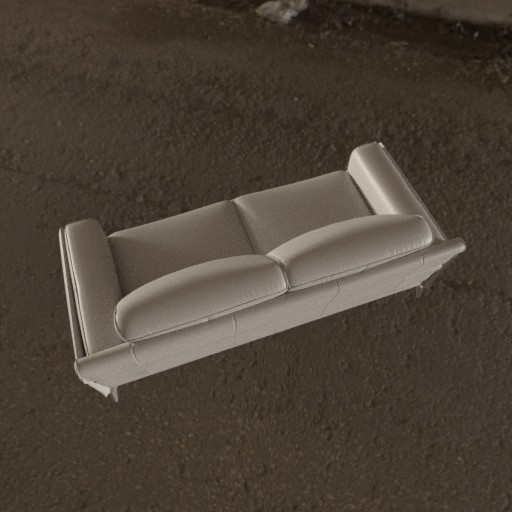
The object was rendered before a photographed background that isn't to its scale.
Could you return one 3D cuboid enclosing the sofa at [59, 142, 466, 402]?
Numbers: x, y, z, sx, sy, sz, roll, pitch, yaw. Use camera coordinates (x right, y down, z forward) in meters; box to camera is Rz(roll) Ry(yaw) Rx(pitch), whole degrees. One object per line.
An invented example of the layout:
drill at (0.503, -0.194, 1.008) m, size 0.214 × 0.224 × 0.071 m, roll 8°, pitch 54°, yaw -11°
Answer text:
sofa at (0.000, 0.000, 2.577) m, size 2.101 × 0.930 × 1.049 m, roll -17°, pitch 59°, yaw -10°
